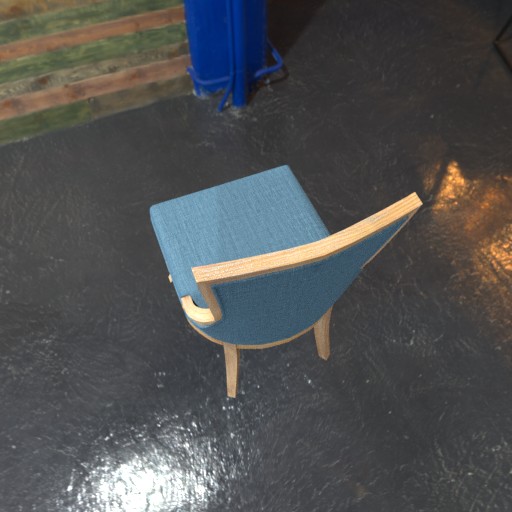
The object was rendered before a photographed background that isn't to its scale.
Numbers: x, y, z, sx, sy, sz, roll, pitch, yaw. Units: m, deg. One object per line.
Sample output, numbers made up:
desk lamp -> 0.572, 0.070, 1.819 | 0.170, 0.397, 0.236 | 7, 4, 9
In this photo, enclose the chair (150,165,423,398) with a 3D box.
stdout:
chair -> 0.000, 0.000, 1.341 | 0.524, 0.947, 0.641 | -19, 59, -12
